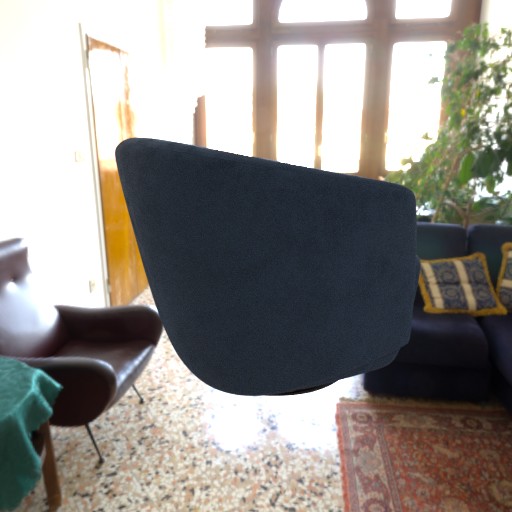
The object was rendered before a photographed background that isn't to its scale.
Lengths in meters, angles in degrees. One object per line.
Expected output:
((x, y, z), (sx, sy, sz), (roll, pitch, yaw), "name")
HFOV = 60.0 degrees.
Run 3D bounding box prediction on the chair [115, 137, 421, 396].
((0.000, 0.000, 1.354), (0.767, 0.698, 0.773), (-8, 16, -27), "chair")
